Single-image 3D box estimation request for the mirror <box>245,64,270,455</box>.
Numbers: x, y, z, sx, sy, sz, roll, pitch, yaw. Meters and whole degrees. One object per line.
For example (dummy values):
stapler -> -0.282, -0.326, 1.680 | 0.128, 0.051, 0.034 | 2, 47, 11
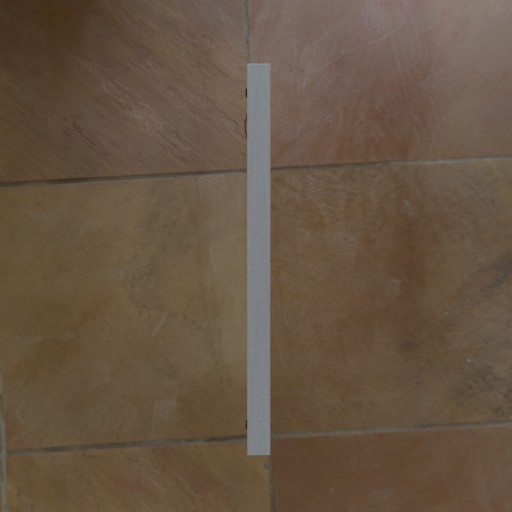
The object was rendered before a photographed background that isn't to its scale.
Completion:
mirror -> 0.000, 0.000, 1.146 | 0.040, 0.915, 0.609 | 0, 91, 0
